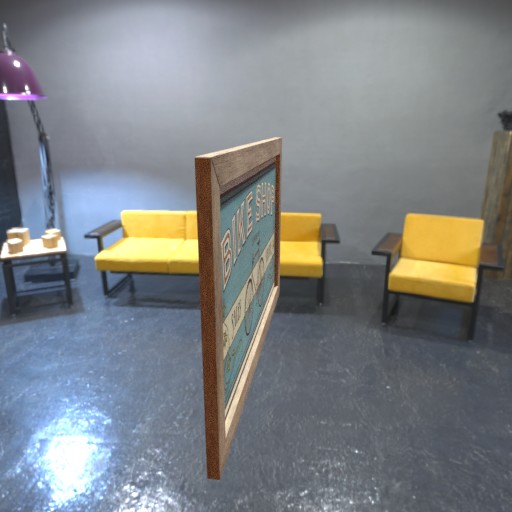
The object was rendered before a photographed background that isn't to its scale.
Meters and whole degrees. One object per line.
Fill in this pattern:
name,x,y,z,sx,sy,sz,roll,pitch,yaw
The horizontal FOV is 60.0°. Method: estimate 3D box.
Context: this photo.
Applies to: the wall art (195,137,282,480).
wall art,0.000,0.000,0.973,0.021,0.480,0.780,3,17,9
